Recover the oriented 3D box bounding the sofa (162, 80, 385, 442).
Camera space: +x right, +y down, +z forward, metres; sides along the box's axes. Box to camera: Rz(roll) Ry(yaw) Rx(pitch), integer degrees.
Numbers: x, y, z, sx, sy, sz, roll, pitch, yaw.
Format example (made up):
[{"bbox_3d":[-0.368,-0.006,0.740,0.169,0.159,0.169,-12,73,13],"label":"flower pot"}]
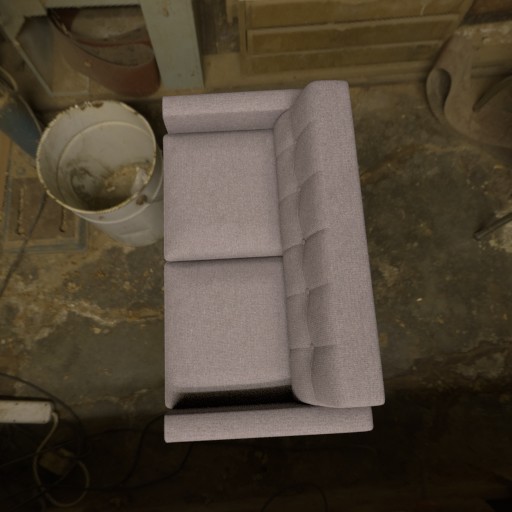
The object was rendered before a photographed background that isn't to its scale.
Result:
[{"bbox_3d":[0.000,0.000,2.175,0.909,0.841,1.631,-3,77,-1],"label":"sofa"}]
